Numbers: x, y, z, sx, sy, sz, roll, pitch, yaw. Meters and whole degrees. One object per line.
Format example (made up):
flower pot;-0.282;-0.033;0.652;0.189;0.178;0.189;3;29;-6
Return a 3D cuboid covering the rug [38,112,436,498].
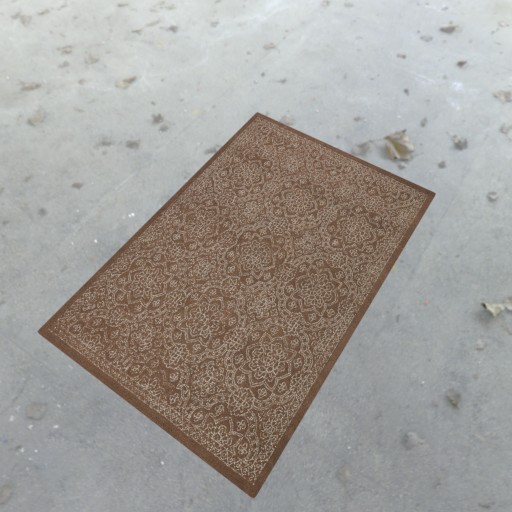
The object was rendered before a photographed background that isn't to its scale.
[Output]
rug;0.000;0.000;2.277;1.219;0.010;1.829;30;62;17
